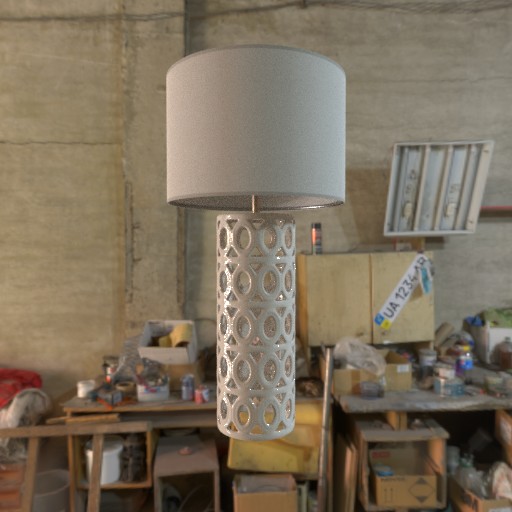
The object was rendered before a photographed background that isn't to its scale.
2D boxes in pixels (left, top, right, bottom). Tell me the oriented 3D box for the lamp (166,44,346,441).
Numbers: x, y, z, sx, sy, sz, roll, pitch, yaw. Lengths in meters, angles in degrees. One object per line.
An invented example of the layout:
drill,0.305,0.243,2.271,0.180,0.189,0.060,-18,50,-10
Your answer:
lamp,0.000,0.000,0.827,0.325,0.636,0.324,-1,2,-37
